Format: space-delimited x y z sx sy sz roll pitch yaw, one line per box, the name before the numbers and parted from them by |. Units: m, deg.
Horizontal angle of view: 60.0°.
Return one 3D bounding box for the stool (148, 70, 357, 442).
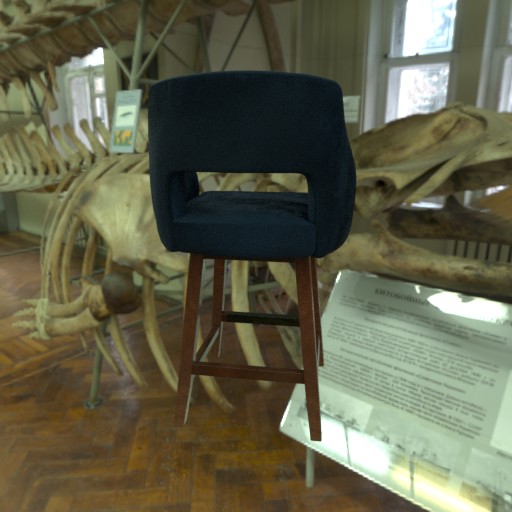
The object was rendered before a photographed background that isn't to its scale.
stool | 0.000 0.000 1.296 0.550 0.940 0.560 2 15 9
